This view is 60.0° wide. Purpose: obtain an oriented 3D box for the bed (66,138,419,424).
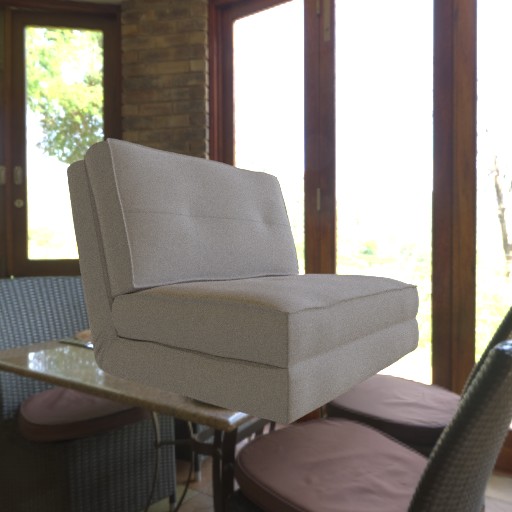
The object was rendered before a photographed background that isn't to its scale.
[{"bbox_3d":[0.000,0.000,1.313,0.749,0.614,0.799,1,1,37],"label":"bed"}]
